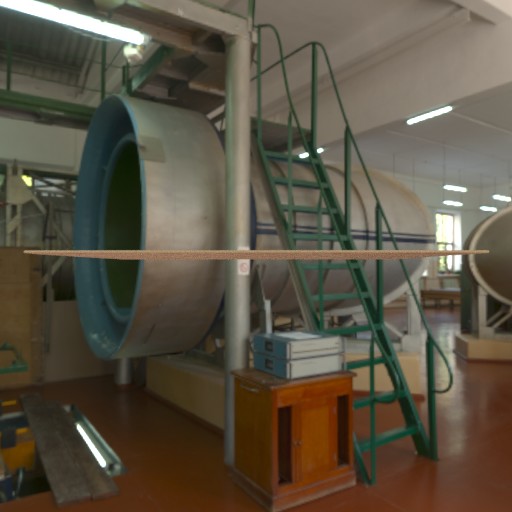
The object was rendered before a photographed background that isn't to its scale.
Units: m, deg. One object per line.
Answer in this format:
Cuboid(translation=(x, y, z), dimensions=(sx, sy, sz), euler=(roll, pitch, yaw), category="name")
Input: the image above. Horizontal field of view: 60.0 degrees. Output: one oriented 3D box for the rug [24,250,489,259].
Cuboid(translation=(0.000, 0.000, 2.921), dimensions=(2.290, 0.014, 1.526), euler=(0, -2, 1), category="rug")
